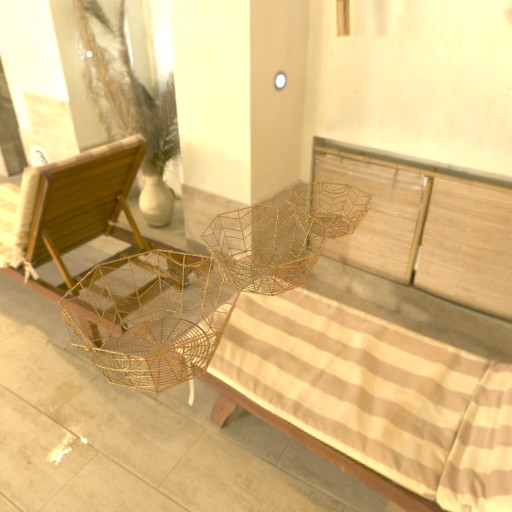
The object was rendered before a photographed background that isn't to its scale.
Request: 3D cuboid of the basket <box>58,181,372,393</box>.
[{"bbox_3d":[0.000,0.000,1.376,0.432,0.178,1.245,21,37,31],"label":"basket"}]
